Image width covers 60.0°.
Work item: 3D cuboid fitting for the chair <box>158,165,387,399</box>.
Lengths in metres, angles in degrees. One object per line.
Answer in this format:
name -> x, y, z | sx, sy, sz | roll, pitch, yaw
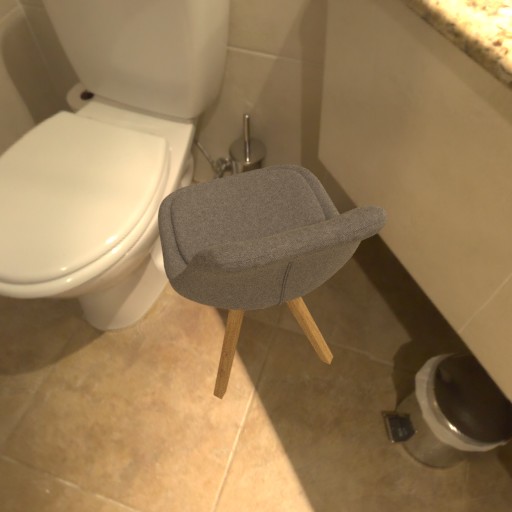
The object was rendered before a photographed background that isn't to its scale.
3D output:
chair -> 0.000, 0.000, 1.205 | 0.483, 0.865, 0.550 | -15, 58, -10
